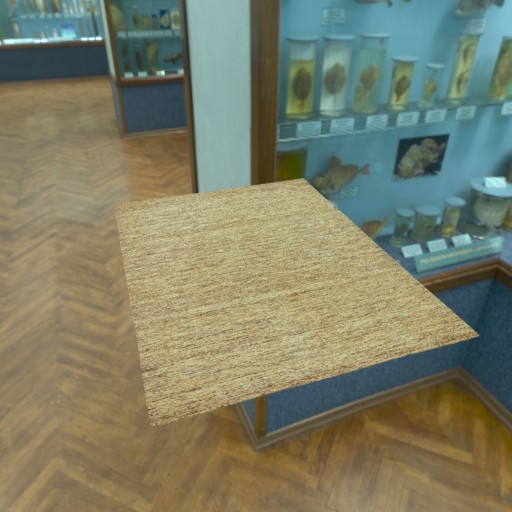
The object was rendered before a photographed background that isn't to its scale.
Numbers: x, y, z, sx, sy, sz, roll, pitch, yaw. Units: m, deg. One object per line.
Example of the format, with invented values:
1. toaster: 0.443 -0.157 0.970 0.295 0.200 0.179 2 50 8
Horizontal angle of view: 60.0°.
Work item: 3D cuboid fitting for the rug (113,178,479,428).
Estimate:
1. rug: 0.000 0.000 4.256 2.438 0.012 3.200 -11 34 -16
